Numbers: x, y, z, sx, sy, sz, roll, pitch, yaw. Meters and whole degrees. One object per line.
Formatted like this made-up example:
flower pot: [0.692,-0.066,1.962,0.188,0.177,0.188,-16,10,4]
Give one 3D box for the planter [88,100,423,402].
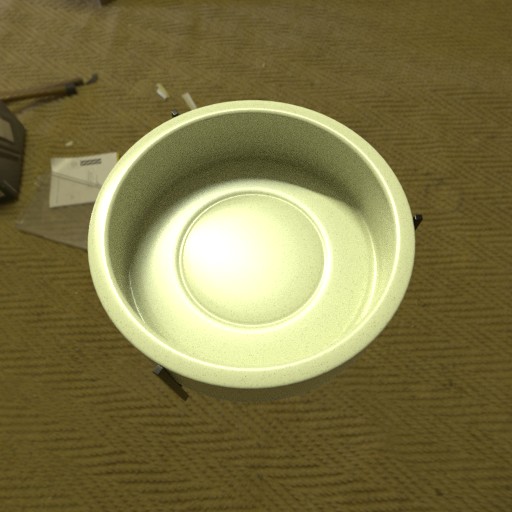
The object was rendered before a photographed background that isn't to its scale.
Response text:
planter: [0.000,0.000,0.532,0.345,0.171,0.336,-1,65,-1]
